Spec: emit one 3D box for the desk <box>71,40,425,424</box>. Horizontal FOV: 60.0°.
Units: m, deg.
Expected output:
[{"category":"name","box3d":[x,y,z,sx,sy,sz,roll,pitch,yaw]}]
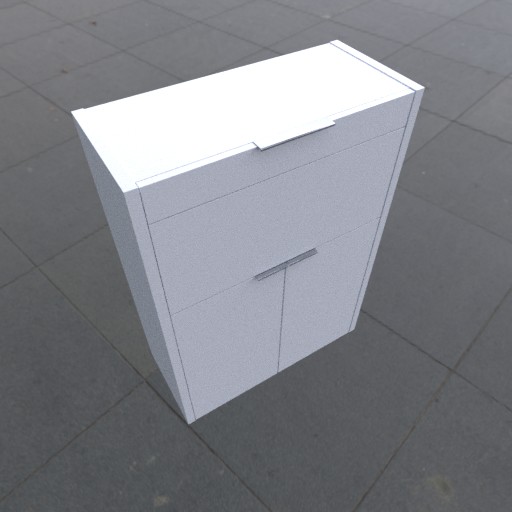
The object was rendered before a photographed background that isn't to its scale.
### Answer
[{"category":"desk","box3d":[0.000,0.000,1.587,0.850,1.190,0.390,-24,52,-21]}]
